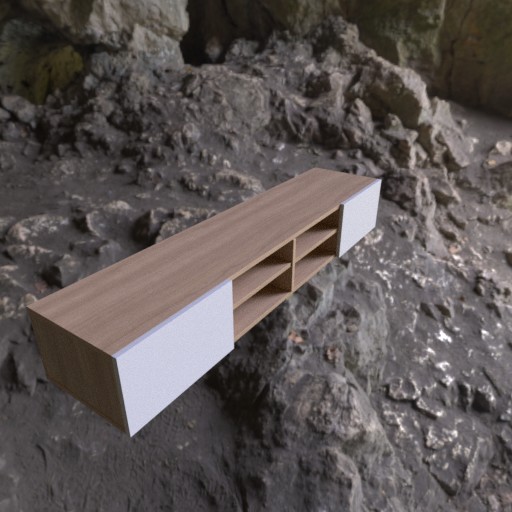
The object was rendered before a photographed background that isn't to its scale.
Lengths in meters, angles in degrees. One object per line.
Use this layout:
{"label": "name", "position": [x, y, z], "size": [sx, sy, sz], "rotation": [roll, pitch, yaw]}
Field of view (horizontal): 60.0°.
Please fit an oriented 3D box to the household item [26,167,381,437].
{"label": "household item", "position": [0.000, 0.000, 1.992], "size": [0.420, 0.310, 1.850], "rotation": [18, 32, 31]}
